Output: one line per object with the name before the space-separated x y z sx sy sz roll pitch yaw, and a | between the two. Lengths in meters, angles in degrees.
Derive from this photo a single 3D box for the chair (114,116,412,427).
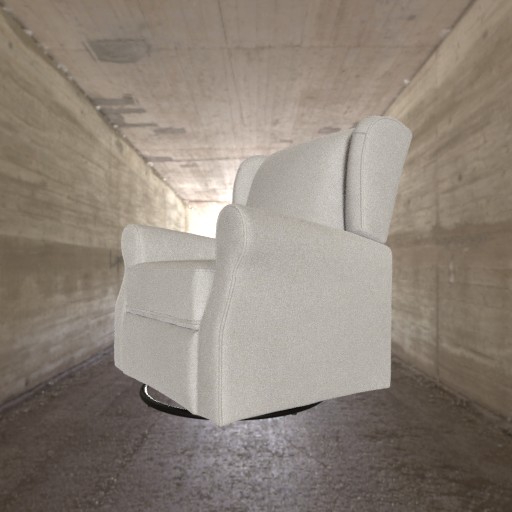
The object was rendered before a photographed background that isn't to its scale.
chair | 0.000 0.000 1.662 0.854 0.967 0.906 1 -1 -36
